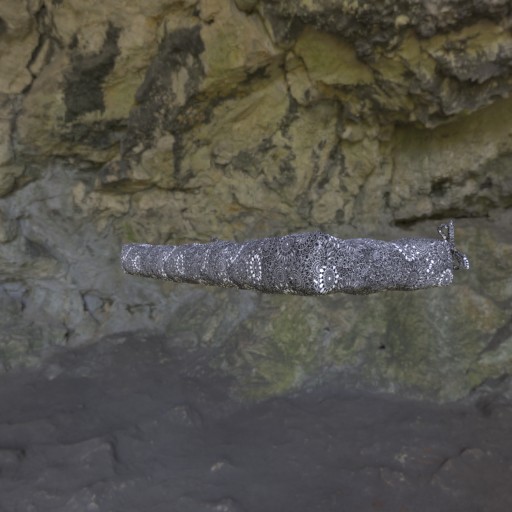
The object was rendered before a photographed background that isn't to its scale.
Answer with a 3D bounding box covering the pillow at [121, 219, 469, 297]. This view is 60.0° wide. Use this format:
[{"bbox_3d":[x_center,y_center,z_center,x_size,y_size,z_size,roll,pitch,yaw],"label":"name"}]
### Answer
[{"bbox_3d":[0.000,0.000,1.384,0.511,0.174,1.194,0,0,-35],"label":"pillow"}]
